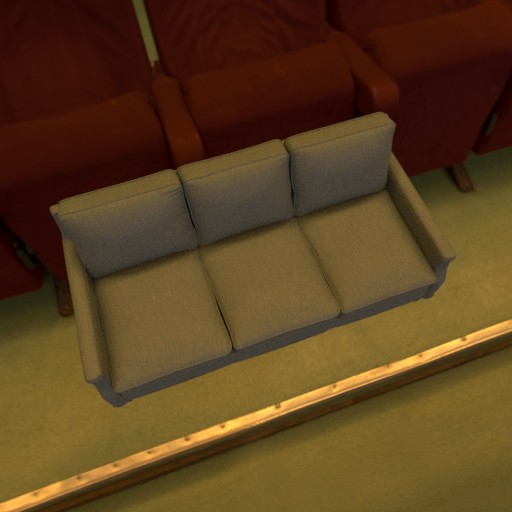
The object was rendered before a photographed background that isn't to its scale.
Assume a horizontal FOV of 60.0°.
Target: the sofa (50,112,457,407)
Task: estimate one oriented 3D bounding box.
[{"bbox_3d":[0.000,0.000,2.799,2.246,1.003,1.084,-18,65,-8],"label":"sofa"}]
